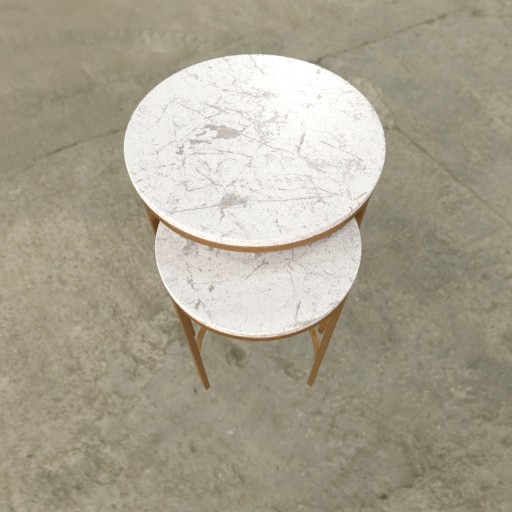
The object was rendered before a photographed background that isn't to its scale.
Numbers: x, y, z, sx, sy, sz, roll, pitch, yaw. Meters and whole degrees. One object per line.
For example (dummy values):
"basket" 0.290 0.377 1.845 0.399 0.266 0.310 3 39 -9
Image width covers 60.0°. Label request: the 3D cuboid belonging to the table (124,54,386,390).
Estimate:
"table" 0.000 0.000 0.891 0.400 0.550 0.507 -2 58 -1
